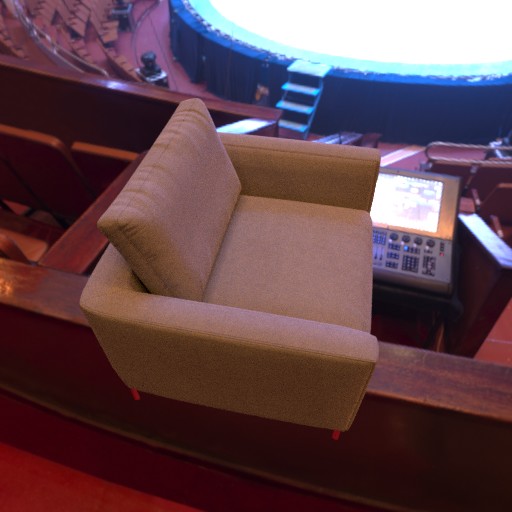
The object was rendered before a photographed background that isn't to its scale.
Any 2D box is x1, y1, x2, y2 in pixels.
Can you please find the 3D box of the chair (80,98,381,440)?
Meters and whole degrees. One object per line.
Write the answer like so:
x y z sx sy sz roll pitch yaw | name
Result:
0.000 0.000 1.681 0.889 0.864 1.041 8 46 8 | chair
